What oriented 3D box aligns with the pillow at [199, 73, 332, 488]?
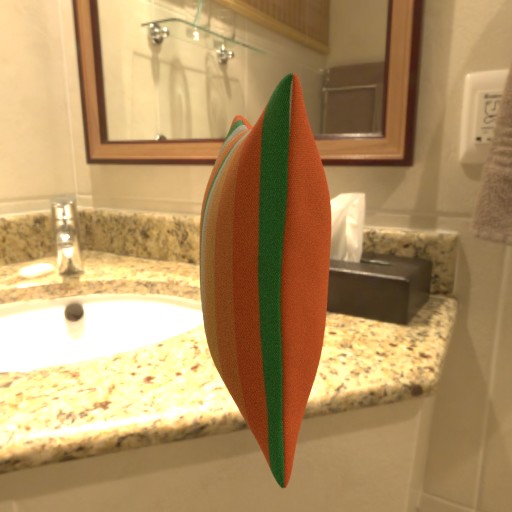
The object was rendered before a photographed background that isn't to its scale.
[{"bbox_3d":[0.000,0.000,0.668,0.169,0.444,0.453,-2,13,-8],"label":"pillow"}]
